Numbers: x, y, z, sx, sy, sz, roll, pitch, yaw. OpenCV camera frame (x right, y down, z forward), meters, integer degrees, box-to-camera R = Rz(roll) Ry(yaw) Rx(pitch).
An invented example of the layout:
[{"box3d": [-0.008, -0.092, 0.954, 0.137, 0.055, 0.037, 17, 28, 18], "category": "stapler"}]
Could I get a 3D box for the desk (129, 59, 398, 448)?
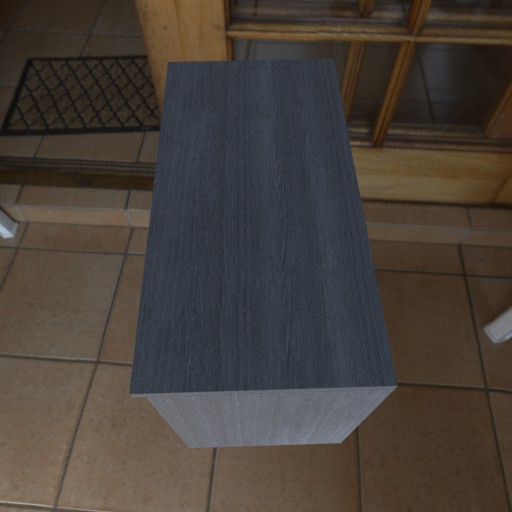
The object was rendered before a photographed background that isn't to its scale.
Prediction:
[{"box3d": [0.000, 0.000, 1.516, 0.557, 0.729, 1.099, -2, 59, -1], "category": "desk"}]
